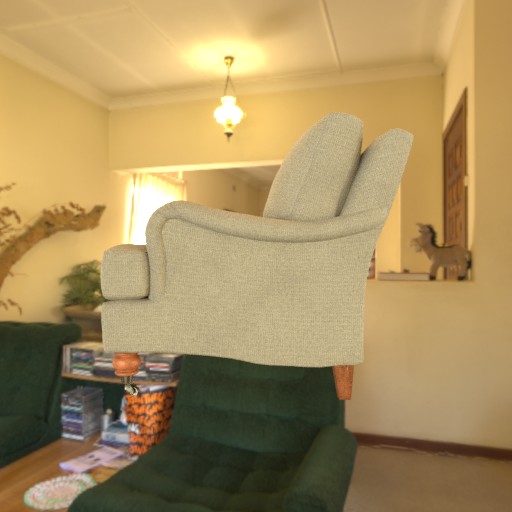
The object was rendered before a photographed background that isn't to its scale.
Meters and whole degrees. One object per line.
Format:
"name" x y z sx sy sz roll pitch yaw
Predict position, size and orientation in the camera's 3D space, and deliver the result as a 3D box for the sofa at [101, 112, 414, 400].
"sofa" 0.000 0.000 2.198 1.087 0.999 1.480 0 0 0
